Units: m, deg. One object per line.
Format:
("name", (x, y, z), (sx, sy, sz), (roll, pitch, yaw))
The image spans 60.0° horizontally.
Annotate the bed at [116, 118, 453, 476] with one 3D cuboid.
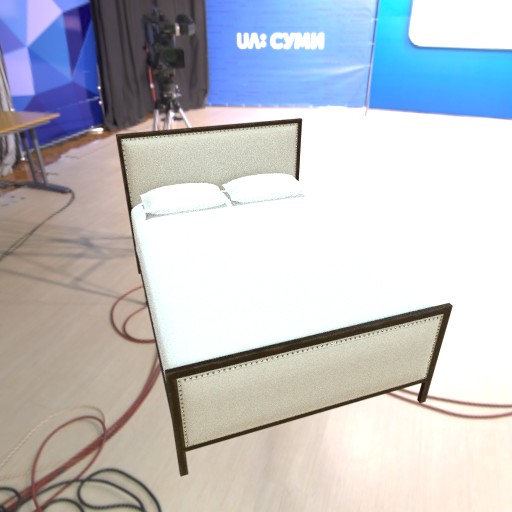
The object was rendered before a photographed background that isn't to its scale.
("bed", (0.000, 0.000, 3.192), (1.607, 1.313, 2.221), (-10, 32, -16))
